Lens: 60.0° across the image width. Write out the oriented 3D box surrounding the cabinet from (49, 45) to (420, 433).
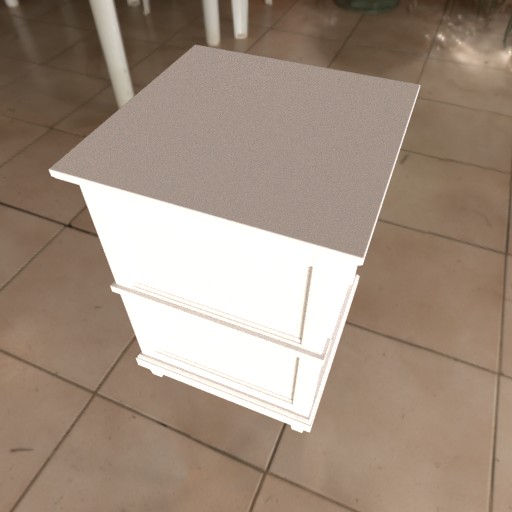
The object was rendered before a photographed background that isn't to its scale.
[{"bbox_3d":[0.000,0.000,1.145,0.547,0.775,0.544,17,50,15],"label":"cabinet"}]
